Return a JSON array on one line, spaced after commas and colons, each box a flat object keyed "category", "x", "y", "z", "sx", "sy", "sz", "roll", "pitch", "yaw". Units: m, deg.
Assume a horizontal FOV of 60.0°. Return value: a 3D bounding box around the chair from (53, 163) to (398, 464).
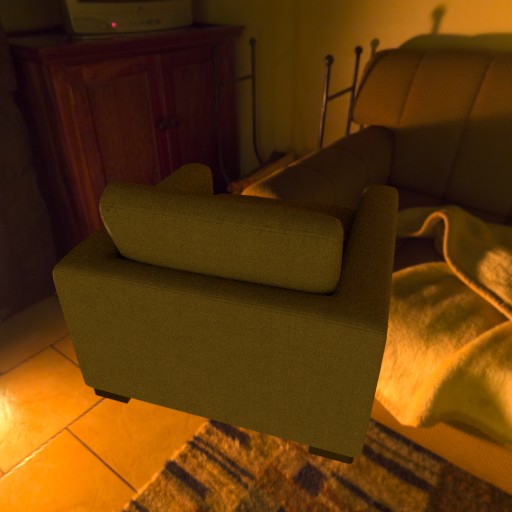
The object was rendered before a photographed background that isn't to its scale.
[{"category": "chair", "x": 0.000, "y": 0.000, "z": 1.838, "sx": 1.070, "sy": 0.847, "sz": 1.100, "roll": 9, "pitch": 33, "yaw": 14}]
